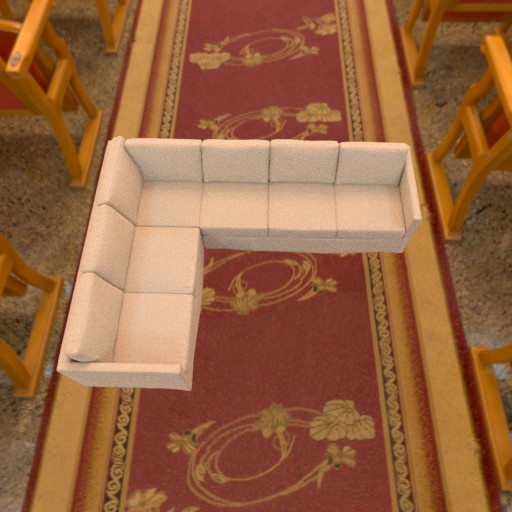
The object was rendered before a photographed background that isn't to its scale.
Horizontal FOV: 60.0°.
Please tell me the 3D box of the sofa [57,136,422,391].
[{"bbox_3d":[0.000,0.000,4.323,3.182,0.871,2.432,1,63,1],"label":"sofa"}]
